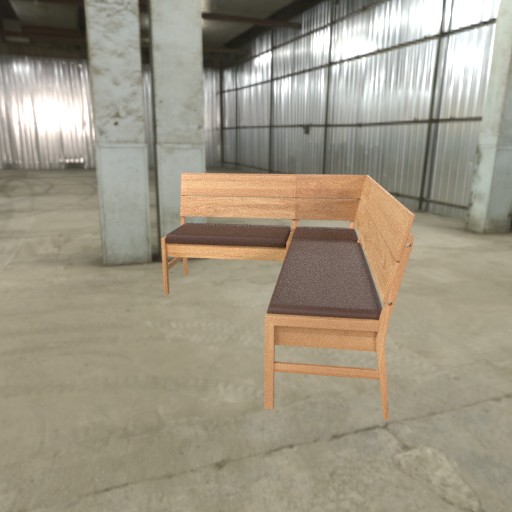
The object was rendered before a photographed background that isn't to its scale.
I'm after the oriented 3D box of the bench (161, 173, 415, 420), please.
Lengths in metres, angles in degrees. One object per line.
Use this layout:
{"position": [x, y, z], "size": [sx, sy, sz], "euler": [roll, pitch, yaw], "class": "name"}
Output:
{"position": [0.000, 0.000, 2.826], "size": [1.549, 0.890, 1.975], "euler": [2, 15, 7], "class": "bench"}
